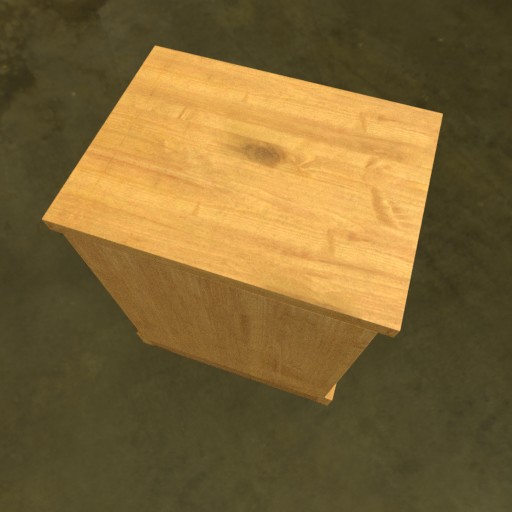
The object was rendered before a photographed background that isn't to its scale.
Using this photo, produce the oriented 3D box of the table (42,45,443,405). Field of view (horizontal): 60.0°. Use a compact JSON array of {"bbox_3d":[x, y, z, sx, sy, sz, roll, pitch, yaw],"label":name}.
[{"bbox_3d":[0.000,0.000,1.232,0.660,0.813,0.500,17,64,8],"label":"table"}]
